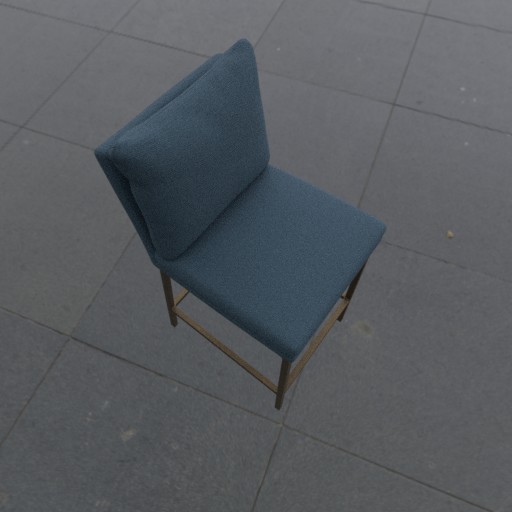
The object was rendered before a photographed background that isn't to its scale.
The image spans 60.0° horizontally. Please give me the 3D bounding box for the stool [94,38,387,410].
[{"bbox_3d":[0.000,0.000,1.324,0.568,1.032,0.463,33,64,18],"label":"stool"}]
